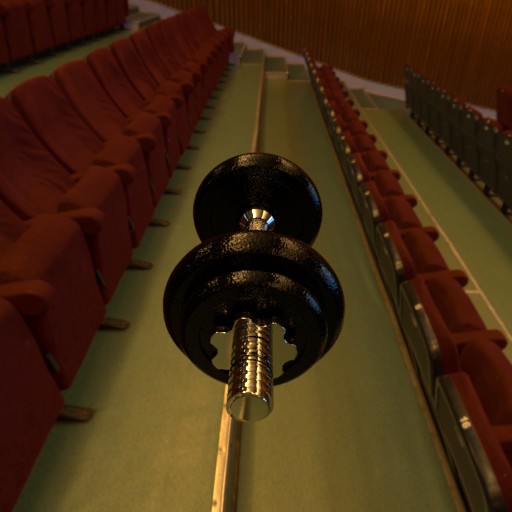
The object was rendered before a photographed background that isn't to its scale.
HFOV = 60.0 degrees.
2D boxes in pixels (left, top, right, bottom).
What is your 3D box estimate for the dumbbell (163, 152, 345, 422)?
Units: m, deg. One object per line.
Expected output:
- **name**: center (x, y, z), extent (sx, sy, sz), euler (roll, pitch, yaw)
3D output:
- **dumbbell**: center (0.000, 0.000, 0.594), extent (0.202, 0.202, 0.497), euler (1, 32, 1)
